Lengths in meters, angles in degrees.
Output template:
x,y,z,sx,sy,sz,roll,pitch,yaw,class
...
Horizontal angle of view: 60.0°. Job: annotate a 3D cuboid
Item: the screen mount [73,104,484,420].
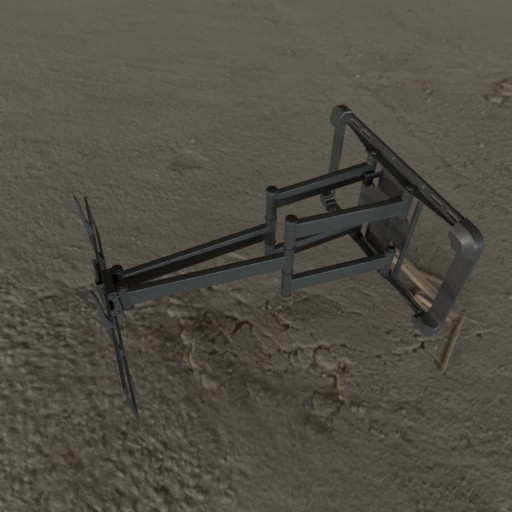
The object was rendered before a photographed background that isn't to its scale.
x,y,z,sx,sy,sz,roll,pitch,yaw,class
0.000,0.000,1.343,0.905,0.483,0.725,-16,49,-15,screen mount
